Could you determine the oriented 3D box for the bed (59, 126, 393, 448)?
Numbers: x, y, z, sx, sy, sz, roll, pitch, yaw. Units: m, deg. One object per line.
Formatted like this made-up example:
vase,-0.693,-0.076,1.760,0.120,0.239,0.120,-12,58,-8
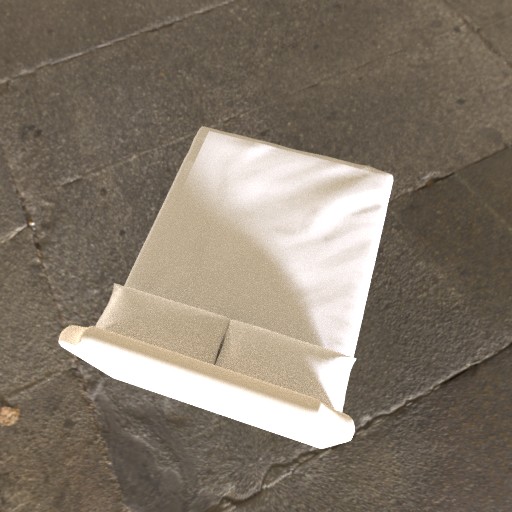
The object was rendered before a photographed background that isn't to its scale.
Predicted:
bed,0.000,0.000,3.857,2.134,1.524,2.548,16,66,7
